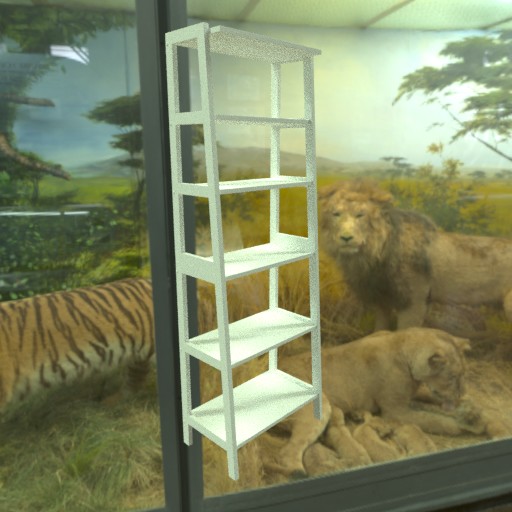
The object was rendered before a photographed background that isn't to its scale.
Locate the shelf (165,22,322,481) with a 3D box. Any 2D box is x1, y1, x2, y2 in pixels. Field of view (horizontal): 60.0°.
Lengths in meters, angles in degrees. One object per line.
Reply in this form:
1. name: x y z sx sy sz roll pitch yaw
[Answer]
1. shelf: 0.000 0.000 2.106 0.381 1.892 0.660 14 20 43
